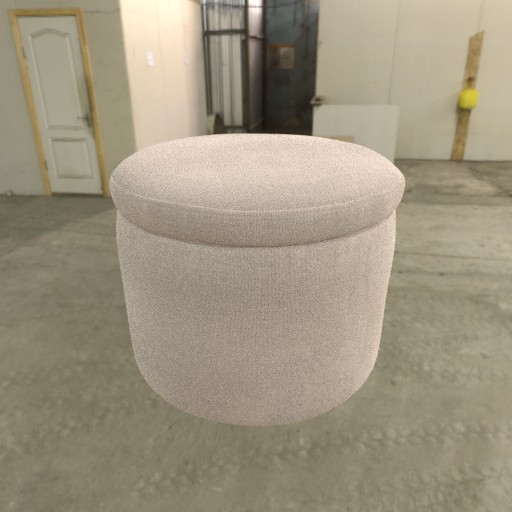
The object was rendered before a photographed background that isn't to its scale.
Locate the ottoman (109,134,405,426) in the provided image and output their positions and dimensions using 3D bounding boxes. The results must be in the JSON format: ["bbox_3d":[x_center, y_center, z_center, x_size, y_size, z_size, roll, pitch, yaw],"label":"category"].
[{"bbox_3d":[0.000,0.000,0.847,0.497,0.409,0.497,0,25,0],"label":"ottoman"}]
